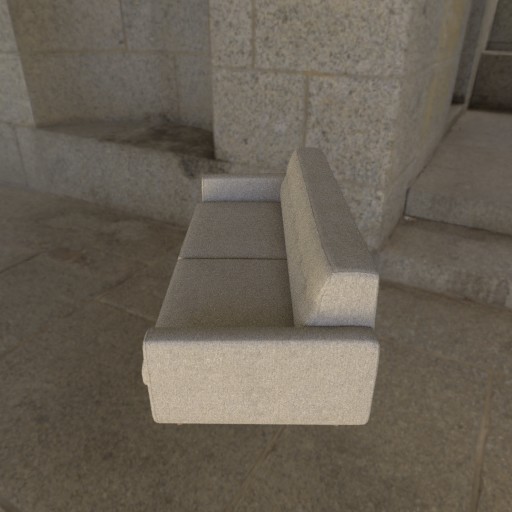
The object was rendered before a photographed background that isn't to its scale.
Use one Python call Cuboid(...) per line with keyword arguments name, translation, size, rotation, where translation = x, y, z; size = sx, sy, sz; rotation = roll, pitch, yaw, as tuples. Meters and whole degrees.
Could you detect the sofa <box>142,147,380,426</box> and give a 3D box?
Cuboid(name="sofa", translation=(0.000, 0.000, 2.643), size=(0.968, 0.873, 2.055), rotation=(0, 28, 0))
